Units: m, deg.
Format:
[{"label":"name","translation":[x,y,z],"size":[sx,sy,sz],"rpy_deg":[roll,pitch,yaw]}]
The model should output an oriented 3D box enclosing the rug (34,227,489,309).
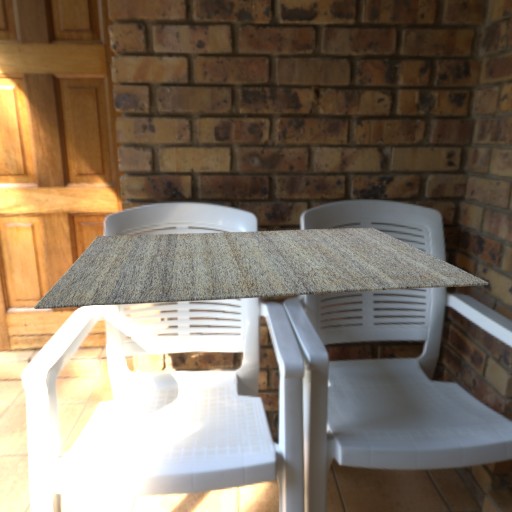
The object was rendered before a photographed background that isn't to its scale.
[{"label":"rug","translation":[0.000,0.000,2.355],"size":[1.846,0.014,1.243],"rpy_deg":[-2,15,-9]}]
